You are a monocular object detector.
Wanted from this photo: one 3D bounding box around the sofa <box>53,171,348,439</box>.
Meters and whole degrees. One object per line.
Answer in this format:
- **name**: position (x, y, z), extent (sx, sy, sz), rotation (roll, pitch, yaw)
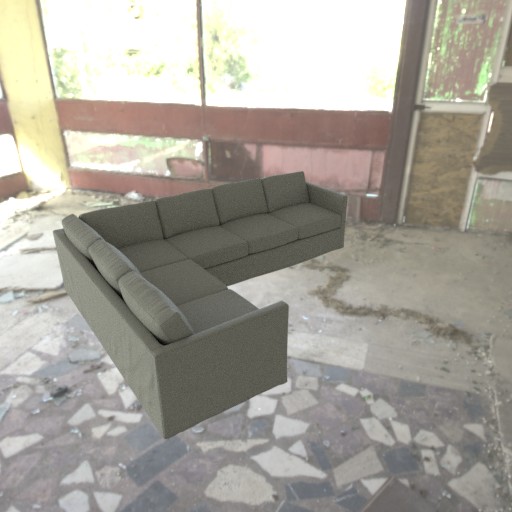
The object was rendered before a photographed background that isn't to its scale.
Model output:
- **sofa**: position (0.000, 0.000, 4.381), extent (3.182, 0.871, 2.432), rotation (-17, 30, -32)
